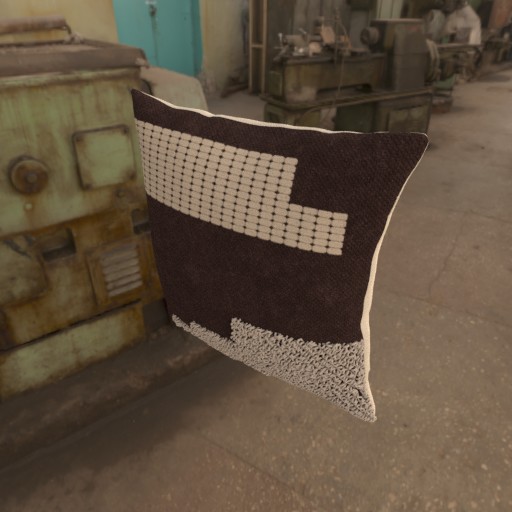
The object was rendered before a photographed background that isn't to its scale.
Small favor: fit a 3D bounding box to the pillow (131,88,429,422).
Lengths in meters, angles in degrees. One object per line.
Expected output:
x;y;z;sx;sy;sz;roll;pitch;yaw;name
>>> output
0.000;0.000;0.719;0.475;0.473;0.178;19;36;29;pillow
